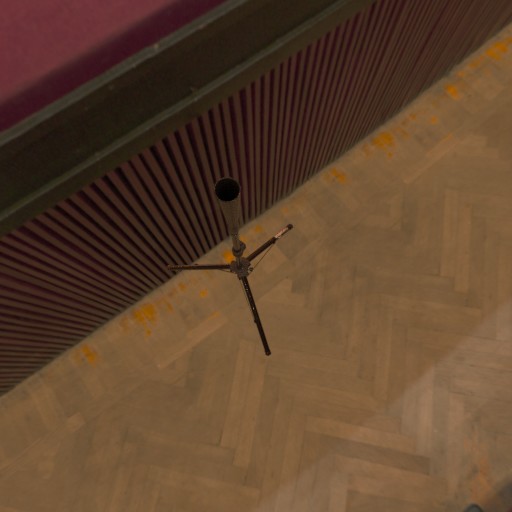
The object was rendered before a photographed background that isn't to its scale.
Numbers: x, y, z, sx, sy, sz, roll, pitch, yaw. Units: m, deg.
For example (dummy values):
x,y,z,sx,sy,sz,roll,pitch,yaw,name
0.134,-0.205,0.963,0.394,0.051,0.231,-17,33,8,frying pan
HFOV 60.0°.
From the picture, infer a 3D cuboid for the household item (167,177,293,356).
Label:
x,y,z,sx,sy,sz,roll,pitch,yaw,name
0.000,0.000,1.391,0.559,1.067,0.559,-34,79,-7,household item
